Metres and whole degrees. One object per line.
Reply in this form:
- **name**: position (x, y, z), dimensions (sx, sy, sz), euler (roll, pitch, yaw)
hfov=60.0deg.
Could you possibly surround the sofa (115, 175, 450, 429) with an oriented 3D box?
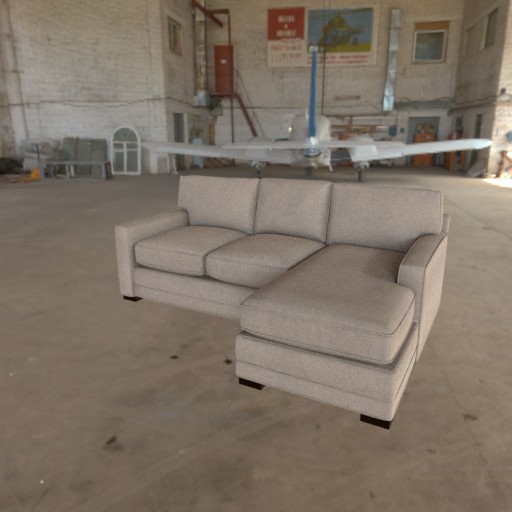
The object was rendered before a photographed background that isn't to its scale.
- **sofa**: position (0.000, 0.000, 2.805), dimensions (2.087, 0.861, 1.496), euler (8, 18, 28)
